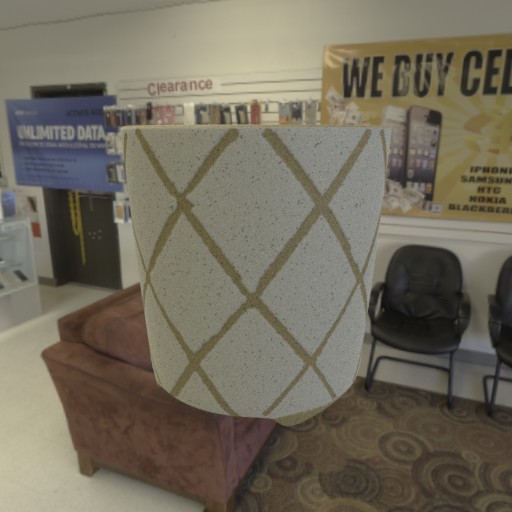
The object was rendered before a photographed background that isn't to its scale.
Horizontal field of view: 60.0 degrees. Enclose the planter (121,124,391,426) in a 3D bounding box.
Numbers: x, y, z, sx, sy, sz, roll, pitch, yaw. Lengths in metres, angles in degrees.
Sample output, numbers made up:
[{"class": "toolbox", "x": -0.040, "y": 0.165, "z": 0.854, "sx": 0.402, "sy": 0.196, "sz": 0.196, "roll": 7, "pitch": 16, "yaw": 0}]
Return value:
[{"class": "planter", "x": 0.000, "y": 0.000, "z": 0.419, "sx": 0.228, "sy": 0.235, "sz": 0.228, "roll": 0, "pitch": 16, "yaw": 0}]
